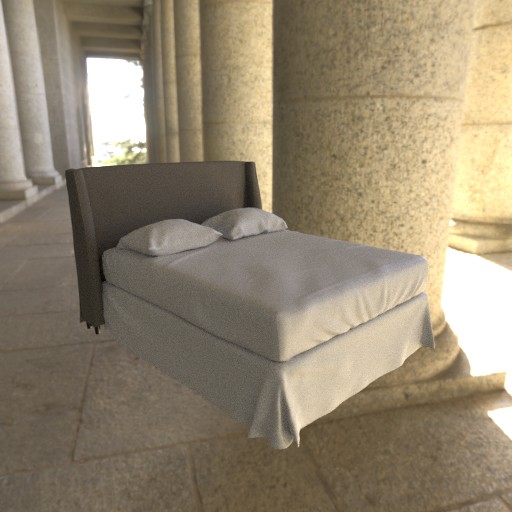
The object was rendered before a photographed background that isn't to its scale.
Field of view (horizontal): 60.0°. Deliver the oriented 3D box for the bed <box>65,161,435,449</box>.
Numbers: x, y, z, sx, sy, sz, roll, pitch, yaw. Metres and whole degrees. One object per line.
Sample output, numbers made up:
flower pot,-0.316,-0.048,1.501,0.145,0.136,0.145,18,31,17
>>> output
bed,0.000,0.000,3.408,1.925,1.332,2.276,-14,20,-42
